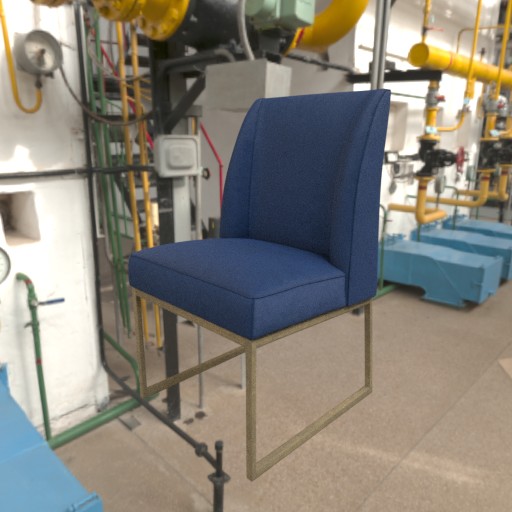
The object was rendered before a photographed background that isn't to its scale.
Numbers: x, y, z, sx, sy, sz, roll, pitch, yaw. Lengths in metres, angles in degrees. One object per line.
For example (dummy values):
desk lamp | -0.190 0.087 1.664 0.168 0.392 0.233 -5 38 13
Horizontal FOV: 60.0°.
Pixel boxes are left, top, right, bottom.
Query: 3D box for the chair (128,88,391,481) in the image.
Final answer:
chair | 0.000 0.000 1.210 0.522 0.863 0.508 -15 21 -43
